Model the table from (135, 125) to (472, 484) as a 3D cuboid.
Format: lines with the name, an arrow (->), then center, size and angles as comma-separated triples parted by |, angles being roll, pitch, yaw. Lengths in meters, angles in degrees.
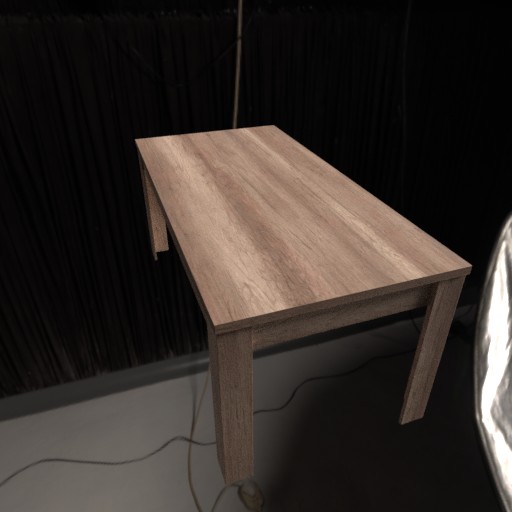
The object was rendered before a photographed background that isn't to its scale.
table -> 0.000, 0.000, 2.292 | 0.900, 0.790, 1.800 | -11, 34, -17
